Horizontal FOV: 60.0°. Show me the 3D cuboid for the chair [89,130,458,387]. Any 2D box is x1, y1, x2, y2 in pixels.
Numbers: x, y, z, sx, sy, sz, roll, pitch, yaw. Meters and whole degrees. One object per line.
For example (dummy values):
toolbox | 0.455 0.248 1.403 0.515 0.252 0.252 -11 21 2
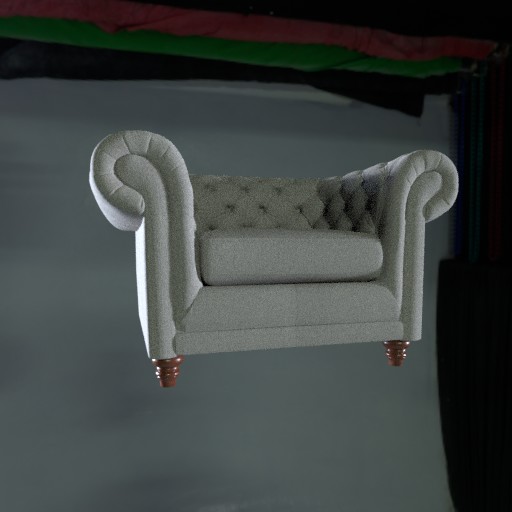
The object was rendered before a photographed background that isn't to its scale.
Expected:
chair | 0.000 0.000 1.865 1.270 0.770 0.976 0 2 -17
